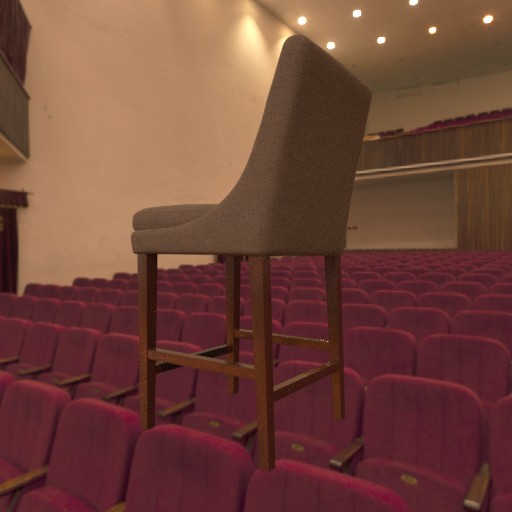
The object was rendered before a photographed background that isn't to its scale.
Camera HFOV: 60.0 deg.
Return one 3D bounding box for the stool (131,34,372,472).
[{"bbox_3d":[0.000,0.000,1.280,0.577,0.981,0.470,0,0,36],"label":"stool"}]
